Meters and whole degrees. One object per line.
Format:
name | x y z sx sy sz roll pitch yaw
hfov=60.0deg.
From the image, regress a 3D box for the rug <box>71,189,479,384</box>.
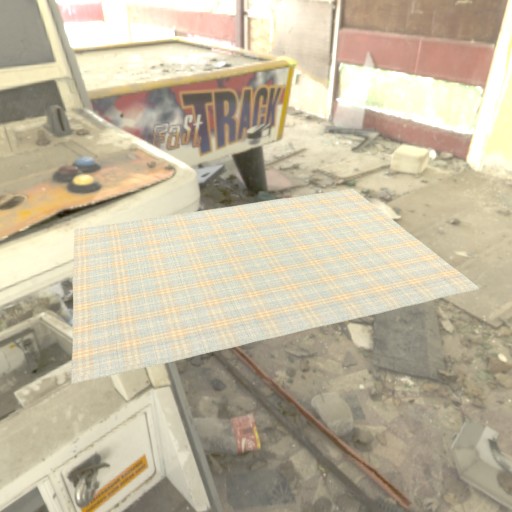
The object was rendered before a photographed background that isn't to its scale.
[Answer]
rug | 0.000 0.000 2.345 1.835 0.012 1.231 -10 34 -16
